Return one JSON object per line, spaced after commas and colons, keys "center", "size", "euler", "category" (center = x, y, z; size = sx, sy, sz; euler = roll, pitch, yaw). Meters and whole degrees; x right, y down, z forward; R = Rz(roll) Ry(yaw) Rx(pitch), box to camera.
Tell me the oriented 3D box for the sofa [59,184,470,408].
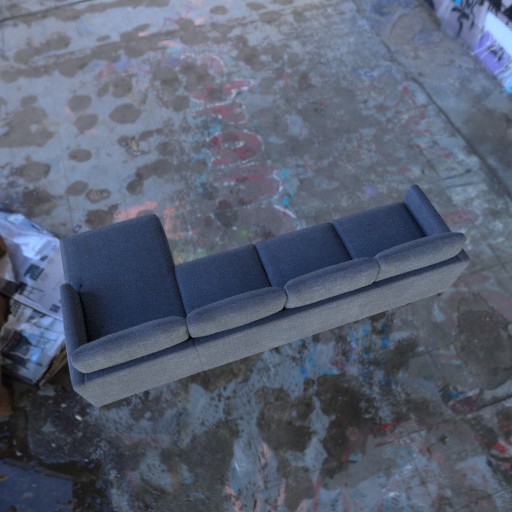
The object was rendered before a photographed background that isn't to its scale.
{"center": [0.000, 0.000, 3.491], "size": [2.932, 0.810, 1.350], "euler": [-16, 60, -10], "category": "sofa"}
